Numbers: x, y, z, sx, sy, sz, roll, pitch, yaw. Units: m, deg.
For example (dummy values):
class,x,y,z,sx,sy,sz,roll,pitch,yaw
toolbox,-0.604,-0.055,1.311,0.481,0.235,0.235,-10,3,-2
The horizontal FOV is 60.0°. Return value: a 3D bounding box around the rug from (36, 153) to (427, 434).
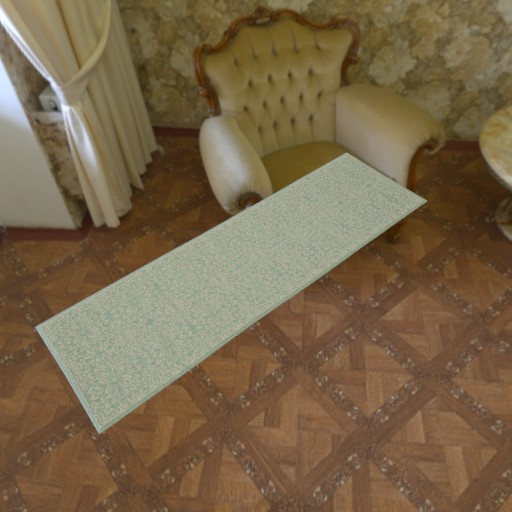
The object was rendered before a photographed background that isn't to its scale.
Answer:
class,x,y,z,sx,sy,sz,roll,pitch,yaw
rug,0.000,0.000,2.418,2.196,0.011,0.662,-32,56,-25
